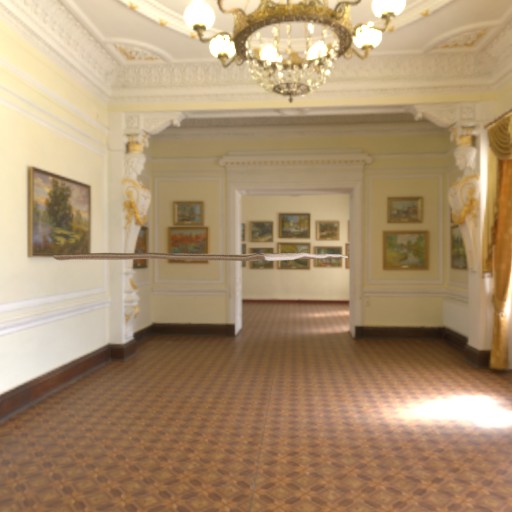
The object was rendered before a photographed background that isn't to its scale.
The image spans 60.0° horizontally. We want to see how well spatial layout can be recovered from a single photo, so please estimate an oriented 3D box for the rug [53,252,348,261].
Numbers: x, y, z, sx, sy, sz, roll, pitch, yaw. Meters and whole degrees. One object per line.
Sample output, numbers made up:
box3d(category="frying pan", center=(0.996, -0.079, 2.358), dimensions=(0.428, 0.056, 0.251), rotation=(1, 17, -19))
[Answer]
box3d(category="rug", center=(0.000, 0.000, 2.651), dimensions=(0.831, 0.036, 2.381), rotation=(0, 0, 18))
